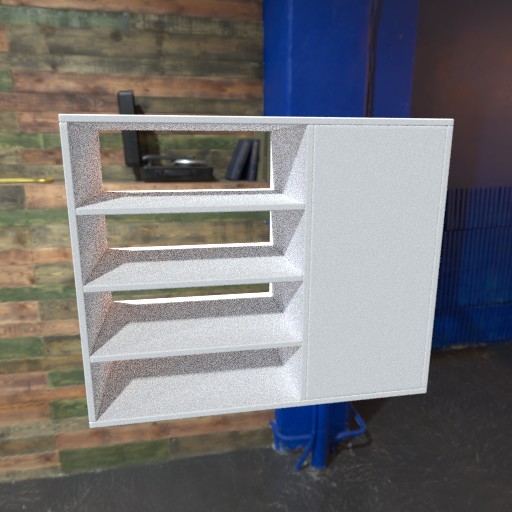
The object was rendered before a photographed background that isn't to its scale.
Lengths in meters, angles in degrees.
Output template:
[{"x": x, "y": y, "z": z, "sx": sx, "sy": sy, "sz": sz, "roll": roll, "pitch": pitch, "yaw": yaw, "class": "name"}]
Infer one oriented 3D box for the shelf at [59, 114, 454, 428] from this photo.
[{"x": 0.000, "y": 0.000, "z": 1.260, "sx": 0.895, "sy": 0.732, "sz": 0.396, "roll": -2, "pitch": 14, "yaw": -10, "class": "shelf"}]
